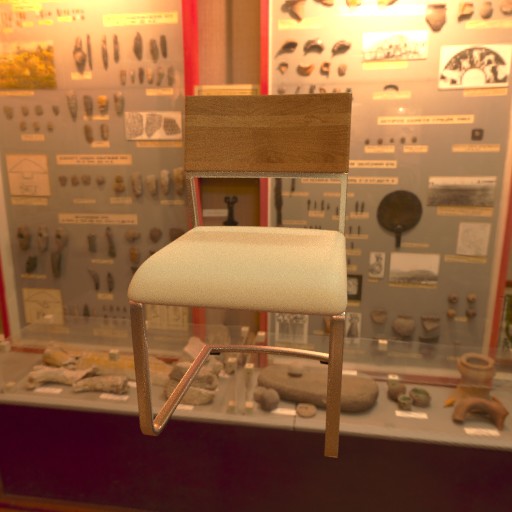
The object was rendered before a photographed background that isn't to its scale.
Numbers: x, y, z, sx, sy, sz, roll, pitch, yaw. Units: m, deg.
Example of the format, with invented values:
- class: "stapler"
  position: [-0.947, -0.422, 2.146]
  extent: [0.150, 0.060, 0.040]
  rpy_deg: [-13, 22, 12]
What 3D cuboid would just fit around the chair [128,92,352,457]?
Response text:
- class: "chair"
  position: [0.000, 0.000, 1.172]
  extent: [0.467, 0.844, 0.585]
  rpy_deg: [2, 14, 10]
